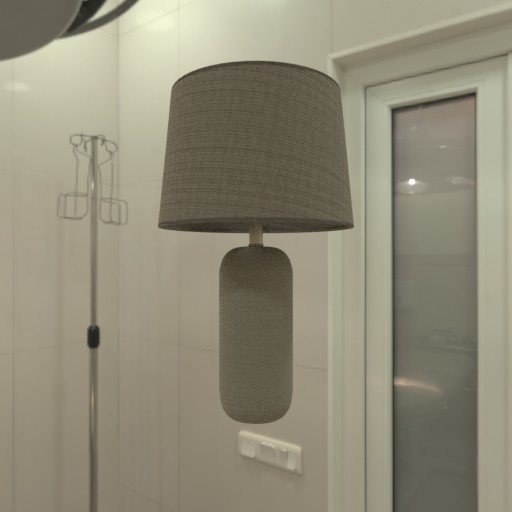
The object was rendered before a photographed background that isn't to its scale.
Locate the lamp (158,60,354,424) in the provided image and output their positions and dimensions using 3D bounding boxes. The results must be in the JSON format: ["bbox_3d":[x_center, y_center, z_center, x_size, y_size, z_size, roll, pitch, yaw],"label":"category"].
[{"bbox_3d":[0.000,0.000,0.850,0.367,0.609,0.367,0,0,0],"label":"lamp"}]
